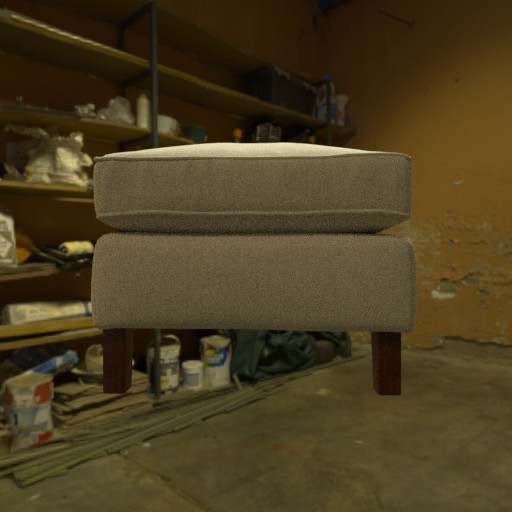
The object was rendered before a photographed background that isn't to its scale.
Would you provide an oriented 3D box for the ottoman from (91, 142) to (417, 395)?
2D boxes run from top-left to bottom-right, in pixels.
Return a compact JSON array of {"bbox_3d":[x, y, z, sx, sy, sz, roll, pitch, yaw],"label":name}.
[{"bbox_3d":[0.000,0.000,0.948,0.501,0.406,0.665,0,0,1],"label":"ottoman"}]
